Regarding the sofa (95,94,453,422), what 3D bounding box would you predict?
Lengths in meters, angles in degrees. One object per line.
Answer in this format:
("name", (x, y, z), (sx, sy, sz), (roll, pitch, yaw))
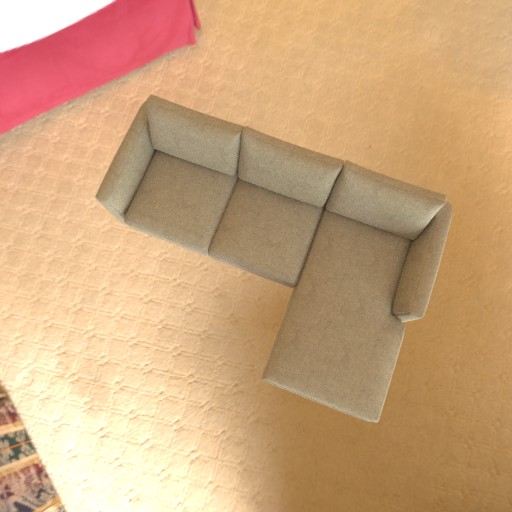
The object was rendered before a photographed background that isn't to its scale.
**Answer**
("sofa", (0.000, 0.000, 3.252), (2.438, 0.864, 1.626), (20, 77, 5))
